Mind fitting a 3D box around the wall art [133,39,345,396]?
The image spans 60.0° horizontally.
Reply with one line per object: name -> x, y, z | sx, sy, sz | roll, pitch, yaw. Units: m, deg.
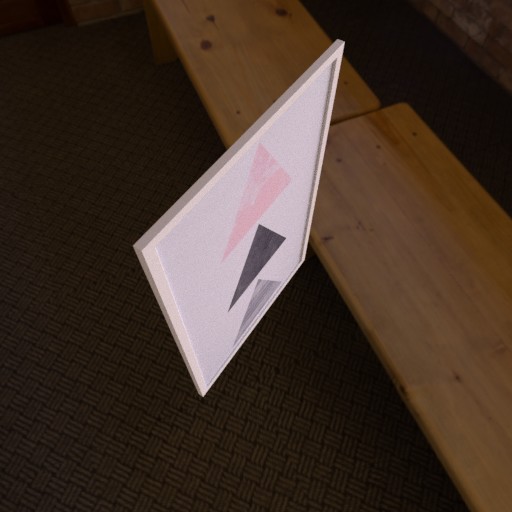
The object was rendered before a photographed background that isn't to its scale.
wall art -> 0.000, 0.000, 0.862 | 0.013, 0.656, 0.456 | 31, 64, 17
